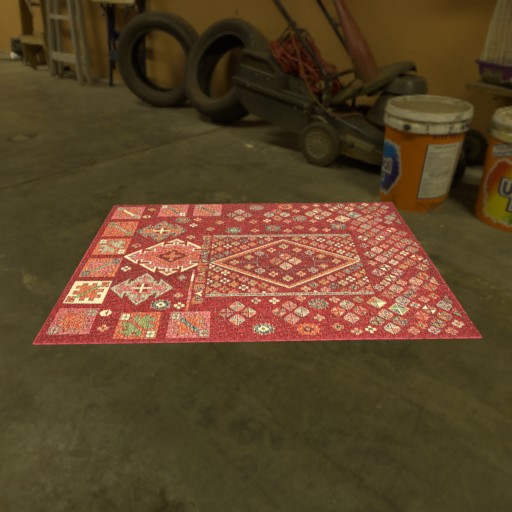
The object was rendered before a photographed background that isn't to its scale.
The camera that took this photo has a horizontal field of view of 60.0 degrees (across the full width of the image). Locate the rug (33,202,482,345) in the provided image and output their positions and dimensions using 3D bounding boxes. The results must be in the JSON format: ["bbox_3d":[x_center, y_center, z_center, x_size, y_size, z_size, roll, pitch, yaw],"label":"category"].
[{"bbox_3d":[0.000,0.000,2.819,2.184,0.007,1.579,-1,32,-1],"label":"rug"}]
